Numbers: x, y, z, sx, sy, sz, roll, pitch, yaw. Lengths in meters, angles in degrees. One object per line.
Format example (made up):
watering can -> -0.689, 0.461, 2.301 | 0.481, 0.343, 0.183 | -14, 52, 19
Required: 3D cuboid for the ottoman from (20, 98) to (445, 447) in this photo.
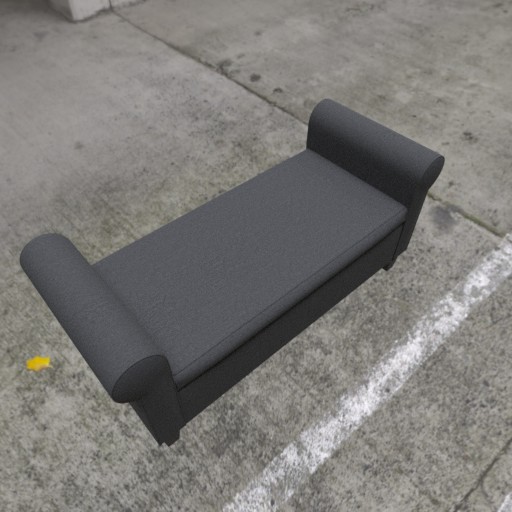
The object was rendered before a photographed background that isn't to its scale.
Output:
ottoman -> 0.000, 0.000, 1.503 | 1.256, 0.547, 0.521 | -33, 55, -26
